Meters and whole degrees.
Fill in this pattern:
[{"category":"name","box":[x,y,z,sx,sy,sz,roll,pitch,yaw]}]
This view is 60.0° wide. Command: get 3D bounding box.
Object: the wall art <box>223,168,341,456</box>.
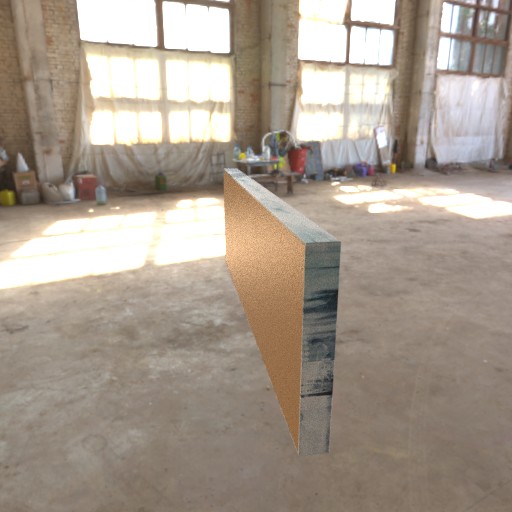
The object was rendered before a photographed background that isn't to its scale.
[{"category":"wall art","box":[0.000,0.000,0.827,0.037,0.251,0.759,-3,17,-10]}]
